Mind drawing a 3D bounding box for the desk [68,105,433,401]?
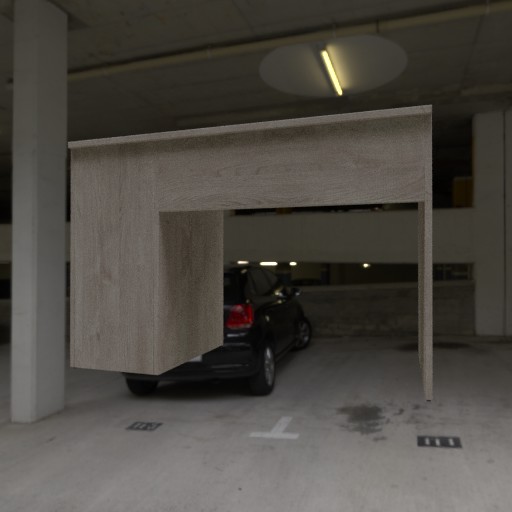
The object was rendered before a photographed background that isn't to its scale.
[{"bbox_3d":[0.000,0.000,1.524,1.097,0.735,0.560,0,-1,18],"label":"desk"}]
